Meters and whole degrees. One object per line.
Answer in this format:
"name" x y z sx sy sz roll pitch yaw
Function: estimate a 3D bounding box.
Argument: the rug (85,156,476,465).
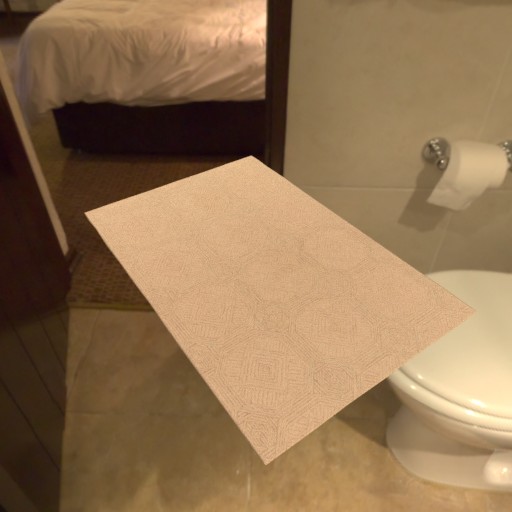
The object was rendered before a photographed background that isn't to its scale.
"rug" 0.000 0.000 2.368 1.236 0.009 1.839 -25 47 -26
